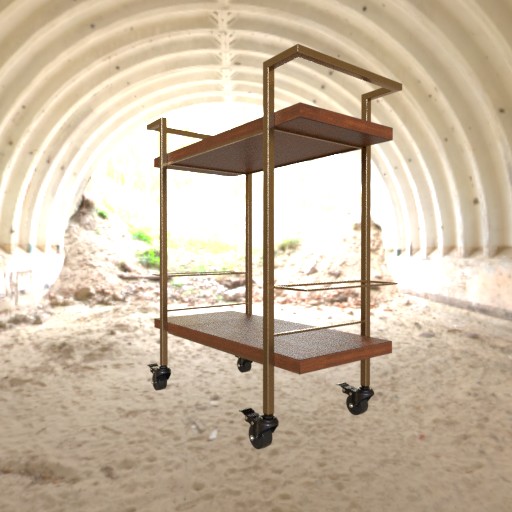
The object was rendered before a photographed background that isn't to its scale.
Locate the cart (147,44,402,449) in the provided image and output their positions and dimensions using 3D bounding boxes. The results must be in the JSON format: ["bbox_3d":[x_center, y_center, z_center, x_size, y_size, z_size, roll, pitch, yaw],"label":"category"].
[{"bbox_3d":[0.000,0.000,1.206,0.364,0.807,0.695,-1,1,-38],"label":"cart"}]
